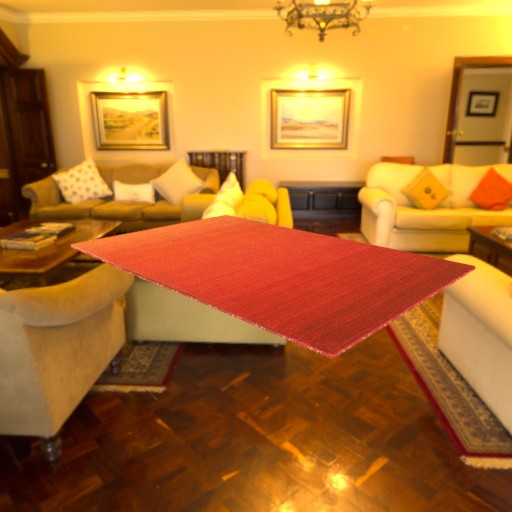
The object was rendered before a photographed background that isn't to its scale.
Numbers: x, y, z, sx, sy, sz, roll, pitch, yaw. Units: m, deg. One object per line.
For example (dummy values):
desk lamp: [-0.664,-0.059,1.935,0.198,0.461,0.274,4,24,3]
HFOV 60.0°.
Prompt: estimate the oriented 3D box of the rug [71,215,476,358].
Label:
rug: [0.000,0.000,2.370,1.835,0.018,1.230,16,23,42]
